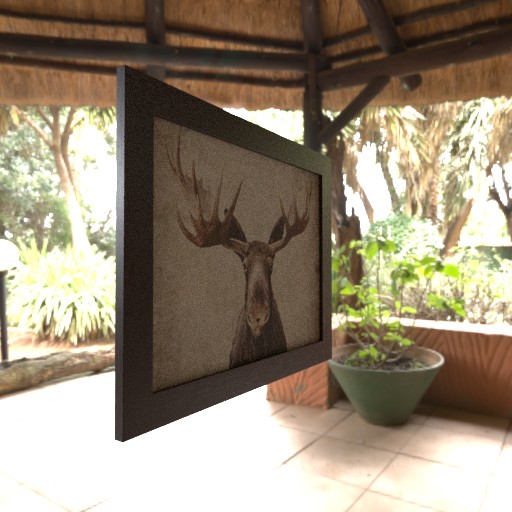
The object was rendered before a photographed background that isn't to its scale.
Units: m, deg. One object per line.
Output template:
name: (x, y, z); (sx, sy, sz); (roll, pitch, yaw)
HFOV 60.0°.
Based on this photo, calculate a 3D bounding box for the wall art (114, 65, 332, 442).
wall art: (0.000, 0.000, 1.619); (0.034, 0.952, 1.207); (-1, -1, 35)
